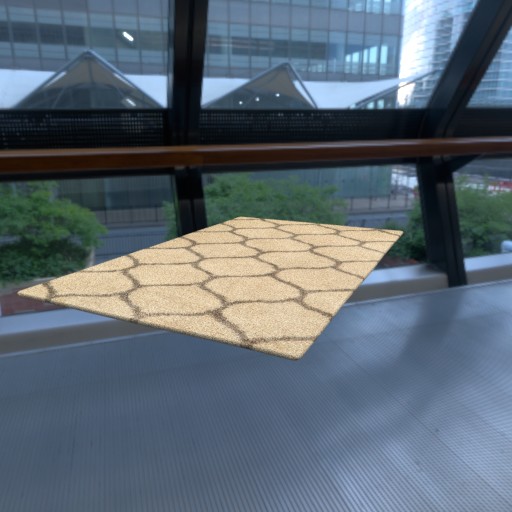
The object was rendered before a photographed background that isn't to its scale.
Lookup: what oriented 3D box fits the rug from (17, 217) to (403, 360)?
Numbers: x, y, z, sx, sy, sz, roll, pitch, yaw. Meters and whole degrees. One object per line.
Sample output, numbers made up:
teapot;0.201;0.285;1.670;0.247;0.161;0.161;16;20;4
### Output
rug;0.000;0.000;2.889;1.501;0.024;2.348;7;17;25
